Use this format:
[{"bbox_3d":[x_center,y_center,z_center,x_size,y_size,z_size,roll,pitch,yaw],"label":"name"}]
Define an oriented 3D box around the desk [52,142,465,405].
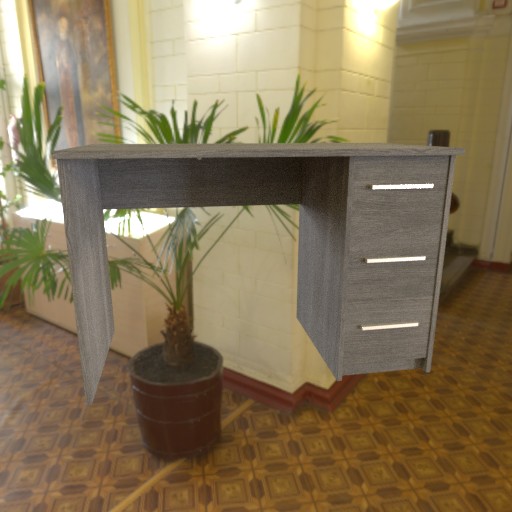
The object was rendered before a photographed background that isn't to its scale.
[{"bbox_3d":[0.000,0.000,1.524,1.097,0.735,0.560,-3,16,-9],"label":"desk"}]
